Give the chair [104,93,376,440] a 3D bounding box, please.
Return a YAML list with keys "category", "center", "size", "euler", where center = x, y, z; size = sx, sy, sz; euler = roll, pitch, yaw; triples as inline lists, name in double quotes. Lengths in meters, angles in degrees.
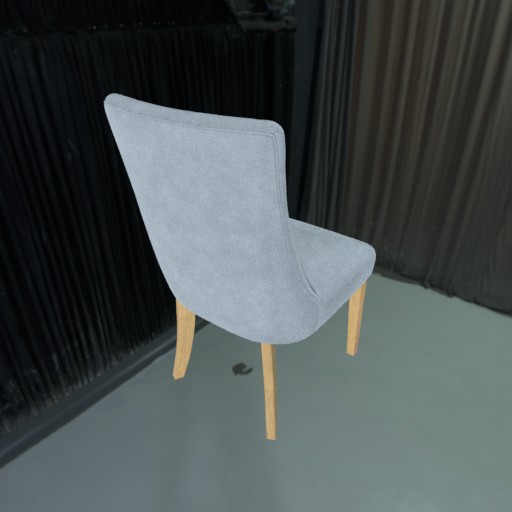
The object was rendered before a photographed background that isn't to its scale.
- category: "chair"
  center: [0.000, 0.000, 1.259]
  size: [0.495, 0.902, 0.610]
  euler: [21, 36, 32]
